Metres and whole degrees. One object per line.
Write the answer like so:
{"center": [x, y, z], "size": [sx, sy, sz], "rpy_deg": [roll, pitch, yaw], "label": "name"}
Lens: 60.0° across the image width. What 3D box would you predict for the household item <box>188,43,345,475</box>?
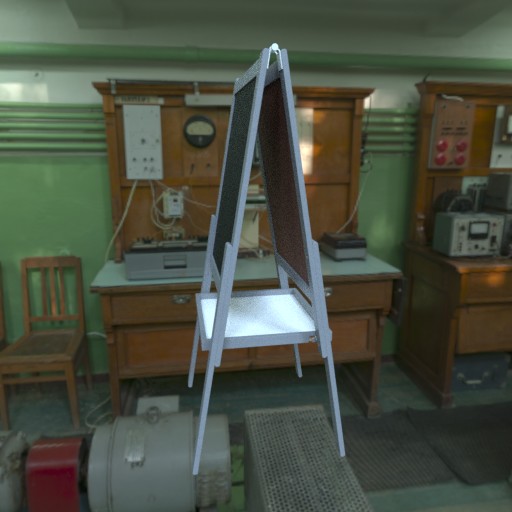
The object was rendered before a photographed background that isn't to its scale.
{"center": [0.000, 0.000, 1.448], "size": [0.469, 1.172, 0.531], "rpy_deg": [-2, 14, -10], "label": "household item"}
